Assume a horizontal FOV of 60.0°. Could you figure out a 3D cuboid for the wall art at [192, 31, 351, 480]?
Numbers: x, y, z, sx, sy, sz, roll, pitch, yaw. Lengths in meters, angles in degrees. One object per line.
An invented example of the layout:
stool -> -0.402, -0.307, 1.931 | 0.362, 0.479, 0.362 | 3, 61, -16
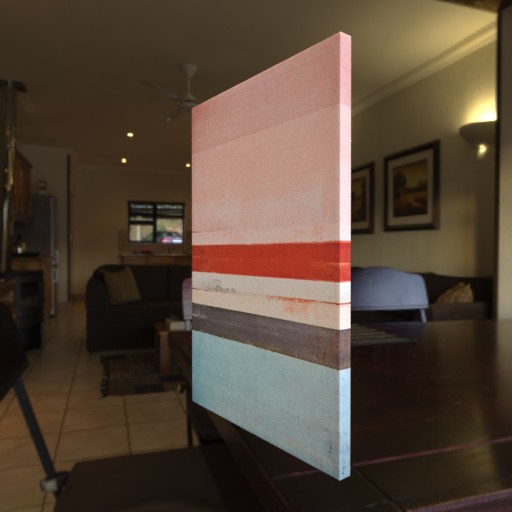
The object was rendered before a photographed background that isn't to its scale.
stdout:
wall art -> 0.000, 0.000, 1.156 | 0.038, 0.914, 0.610 | 0, 1, -38
